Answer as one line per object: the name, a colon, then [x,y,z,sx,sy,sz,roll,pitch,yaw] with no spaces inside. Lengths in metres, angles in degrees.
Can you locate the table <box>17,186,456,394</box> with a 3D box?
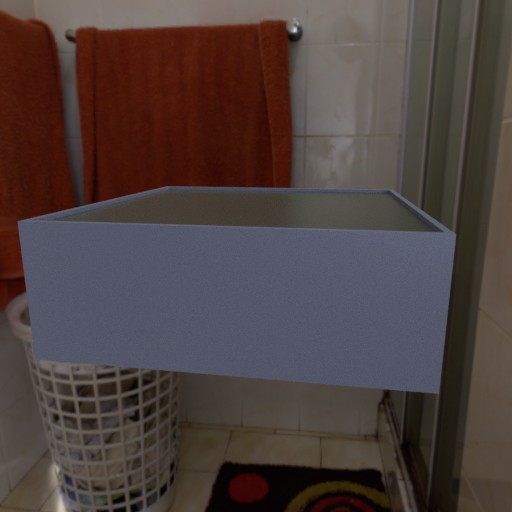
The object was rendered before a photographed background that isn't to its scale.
table: [0.000,0.000,1.211,0.801,0.299,0.801,2,14,9]
